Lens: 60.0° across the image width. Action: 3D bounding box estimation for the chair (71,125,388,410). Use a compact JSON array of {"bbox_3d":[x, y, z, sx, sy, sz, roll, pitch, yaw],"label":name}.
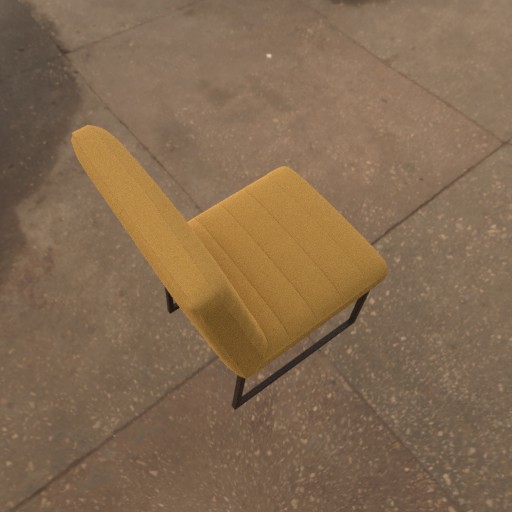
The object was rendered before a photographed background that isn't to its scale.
[{"bbox_3d":[0.000,0.000,1.303,0.634,0.930,0.520,-32,64,-18],"label":"chair"}]
